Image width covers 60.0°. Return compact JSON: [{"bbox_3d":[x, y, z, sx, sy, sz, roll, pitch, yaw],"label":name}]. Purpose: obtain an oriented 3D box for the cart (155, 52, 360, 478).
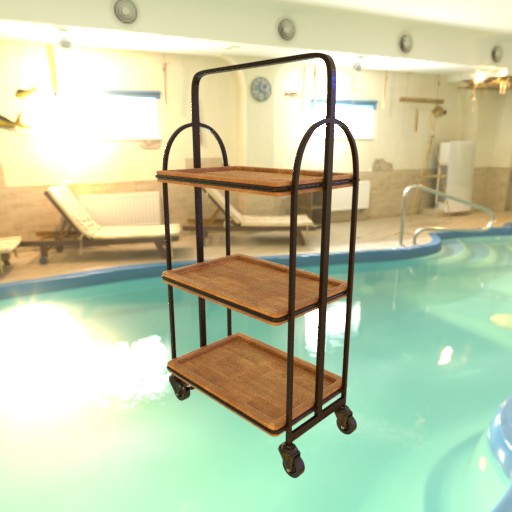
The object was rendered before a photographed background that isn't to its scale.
[{"bbox_3d":[0.000,0.000,1.235,0.553,1.001,0.327,15,21,43],"label":"cart"}]
